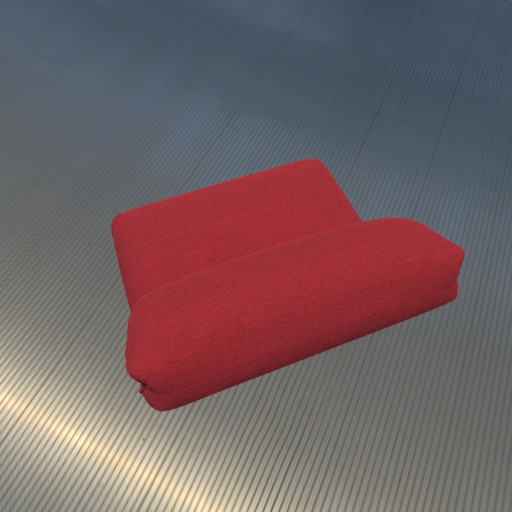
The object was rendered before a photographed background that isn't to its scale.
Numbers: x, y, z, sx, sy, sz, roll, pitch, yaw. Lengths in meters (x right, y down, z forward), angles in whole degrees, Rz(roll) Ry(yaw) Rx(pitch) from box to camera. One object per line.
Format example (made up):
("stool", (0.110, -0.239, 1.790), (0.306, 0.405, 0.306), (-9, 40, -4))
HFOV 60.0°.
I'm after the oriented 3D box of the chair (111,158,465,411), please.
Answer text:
("chair", (0.000, 0.000, 1.343), (0.820, 0.580, 0.780), (-18, 60, -11))
